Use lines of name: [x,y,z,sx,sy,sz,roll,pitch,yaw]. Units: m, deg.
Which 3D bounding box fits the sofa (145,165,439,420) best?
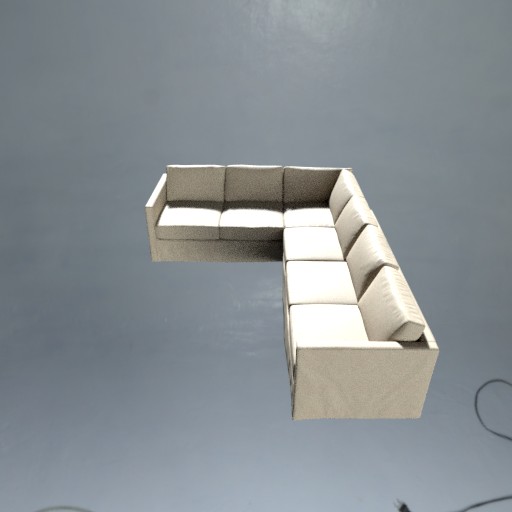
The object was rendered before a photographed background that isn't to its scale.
sofa: [0.000,0.000,4.348,2.432,0.871,3.182,1,31,1]
